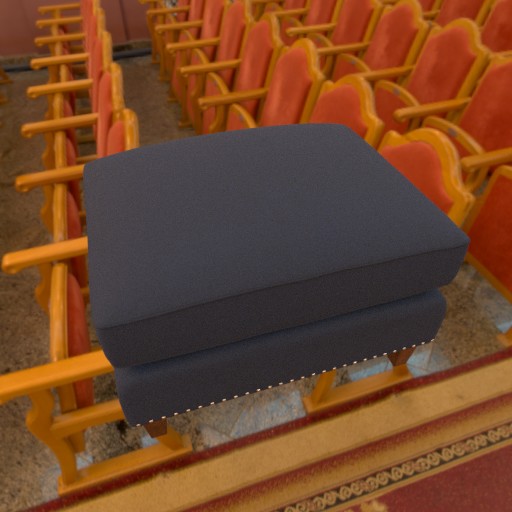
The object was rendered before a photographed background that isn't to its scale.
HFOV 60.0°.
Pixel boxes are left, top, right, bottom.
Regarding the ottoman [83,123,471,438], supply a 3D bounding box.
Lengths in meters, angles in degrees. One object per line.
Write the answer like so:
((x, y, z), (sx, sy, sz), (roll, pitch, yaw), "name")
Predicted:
((0.000, 0.000, 1.113), (0.741, 0.513, 0.584), (-12, 43, -13), "ottoman")
